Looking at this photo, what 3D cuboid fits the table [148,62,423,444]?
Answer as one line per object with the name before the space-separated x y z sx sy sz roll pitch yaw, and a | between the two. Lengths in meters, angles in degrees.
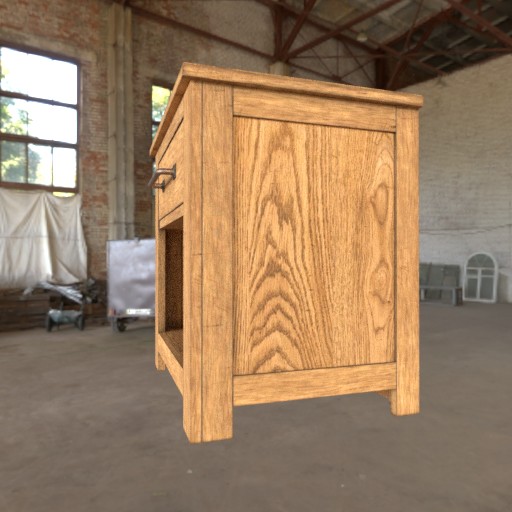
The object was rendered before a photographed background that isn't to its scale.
table | 0.000 0.000 1.070 0.494 0.625 0.601 0 0 -18
